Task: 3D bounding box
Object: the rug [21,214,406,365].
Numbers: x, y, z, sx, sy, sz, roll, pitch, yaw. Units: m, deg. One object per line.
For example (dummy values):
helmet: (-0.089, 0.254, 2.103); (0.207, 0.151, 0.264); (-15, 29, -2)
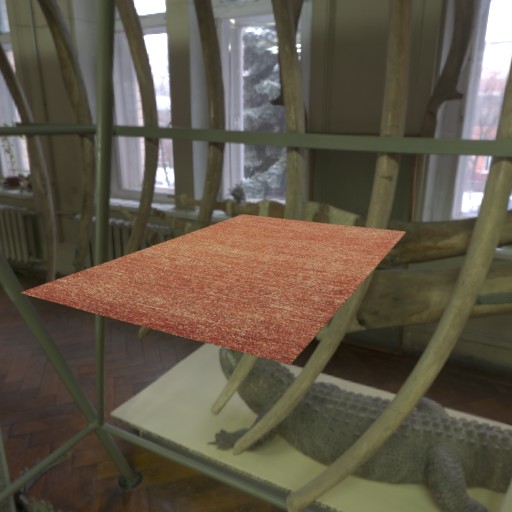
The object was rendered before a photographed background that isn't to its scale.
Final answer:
rug: (0.000, 0.000, 2.204); (1.139, 0.011, 1.747); (9, 19, 27)
